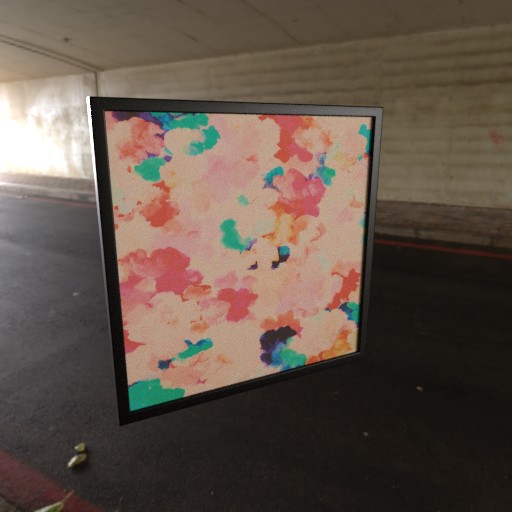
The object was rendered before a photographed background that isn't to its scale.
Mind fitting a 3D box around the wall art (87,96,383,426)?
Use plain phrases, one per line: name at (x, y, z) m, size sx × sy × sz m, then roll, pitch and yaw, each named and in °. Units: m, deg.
wall art at (0.000, 0.000, 1.153) m, size 0.756 × 0.755 × 0.036 m, roll -7°, pitch 17°, yaw -26°
